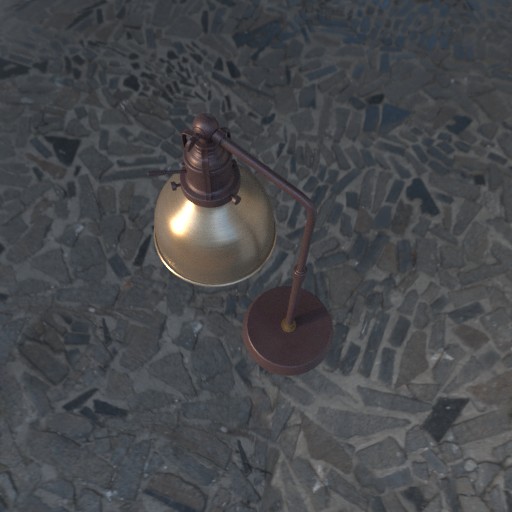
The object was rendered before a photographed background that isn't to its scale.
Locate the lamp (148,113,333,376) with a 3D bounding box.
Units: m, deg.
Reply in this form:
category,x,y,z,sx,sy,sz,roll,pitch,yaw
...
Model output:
category,x,y,z,sx,sy,sz,roll,pitch,yaw
lamp,0.000,0.000,0.609,0.298,0.469,0.175,30,67,14
